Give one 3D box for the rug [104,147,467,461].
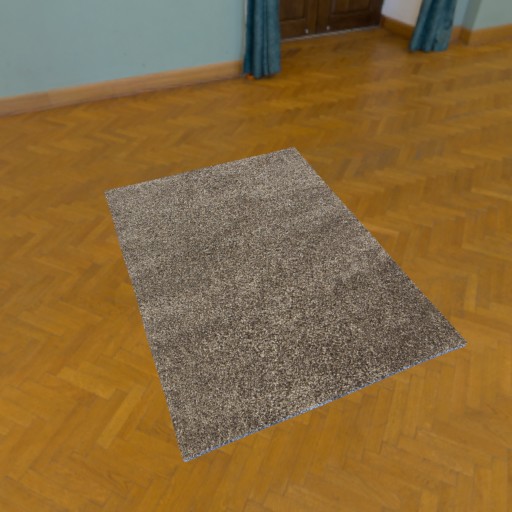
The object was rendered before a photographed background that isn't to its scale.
[{"bbox_3d":[0.000,0.000,2.164,1.198,0.025,1.601,-17,48,-16],"label":"rug"}]
